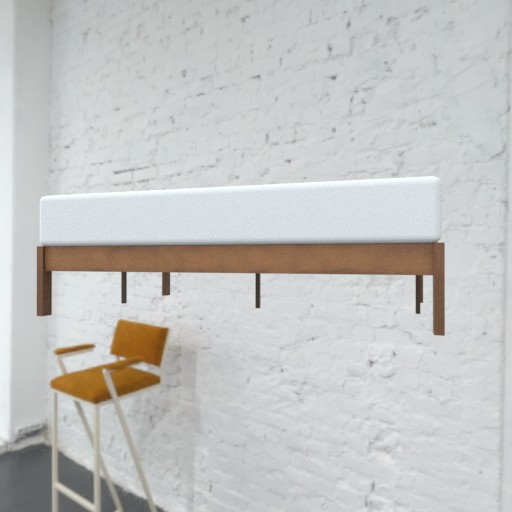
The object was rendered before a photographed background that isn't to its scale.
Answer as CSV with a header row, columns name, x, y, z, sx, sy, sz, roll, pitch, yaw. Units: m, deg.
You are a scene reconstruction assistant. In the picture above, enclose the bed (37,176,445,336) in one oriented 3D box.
name,x,y,z,sx,sy,sz,roll,pitch,yaw
bed,0.000,0.000,2.623,1.927,0.616,1.348,0,0,17
